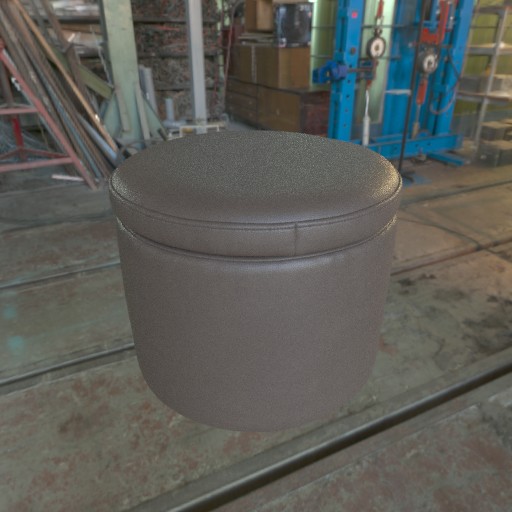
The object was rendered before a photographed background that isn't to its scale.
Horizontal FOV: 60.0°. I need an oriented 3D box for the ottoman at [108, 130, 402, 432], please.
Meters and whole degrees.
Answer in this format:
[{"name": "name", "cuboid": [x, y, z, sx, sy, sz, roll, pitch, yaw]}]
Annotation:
[{"name": "ottoman", "cuboid": [0.000, 0.000, 0.854, 0.500, 0.409, 0.500, 0, 27, 0]}]
